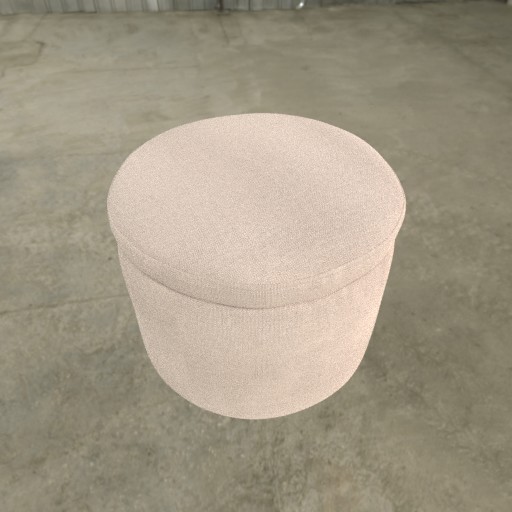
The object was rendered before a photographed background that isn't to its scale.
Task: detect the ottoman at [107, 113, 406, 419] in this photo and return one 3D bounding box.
[{"bbox_3d":[0.000,0.000,0.864,0.497,0.409,0.497,0,42,0],"label":"ottoman"}]
